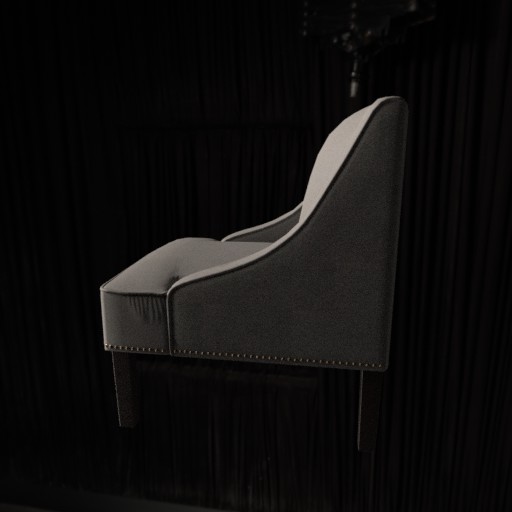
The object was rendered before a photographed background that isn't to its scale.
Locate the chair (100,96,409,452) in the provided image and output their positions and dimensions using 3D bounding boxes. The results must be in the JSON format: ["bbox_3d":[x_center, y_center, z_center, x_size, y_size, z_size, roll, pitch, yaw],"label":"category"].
[{"bbox_3d":[0.000,0.000,1.369,0.747,0.867,0.631,2,14,9],"label":"chair"}]
